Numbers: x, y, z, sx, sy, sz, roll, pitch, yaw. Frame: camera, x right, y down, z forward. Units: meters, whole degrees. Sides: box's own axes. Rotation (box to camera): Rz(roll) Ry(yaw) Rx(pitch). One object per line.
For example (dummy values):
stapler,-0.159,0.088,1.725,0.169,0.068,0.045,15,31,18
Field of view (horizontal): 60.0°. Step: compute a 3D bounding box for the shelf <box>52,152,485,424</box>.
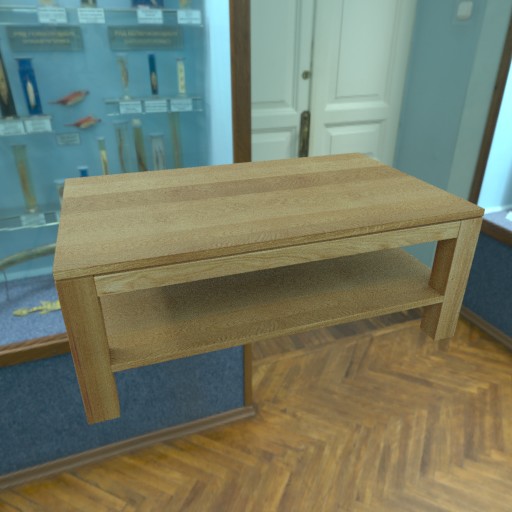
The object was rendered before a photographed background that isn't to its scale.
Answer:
shelf,0.000,0.000,1.500,1.150,0.450,0.700,-9,28,-17
